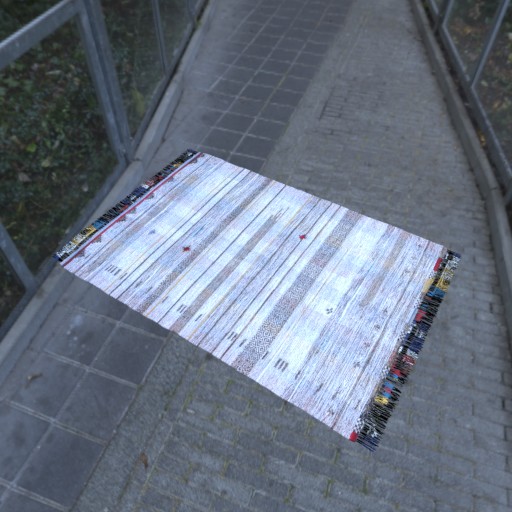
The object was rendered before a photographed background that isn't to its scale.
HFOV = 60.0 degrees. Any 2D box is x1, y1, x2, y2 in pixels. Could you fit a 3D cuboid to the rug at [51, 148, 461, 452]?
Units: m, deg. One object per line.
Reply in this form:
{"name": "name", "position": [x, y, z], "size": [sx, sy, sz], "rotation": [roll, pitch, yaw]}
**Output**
{"name": "rug", "position": [0.000, 0.000, 2.333], "size": [1.848, 0.012, 1.217], "rotation": [25, 52, 21]}
